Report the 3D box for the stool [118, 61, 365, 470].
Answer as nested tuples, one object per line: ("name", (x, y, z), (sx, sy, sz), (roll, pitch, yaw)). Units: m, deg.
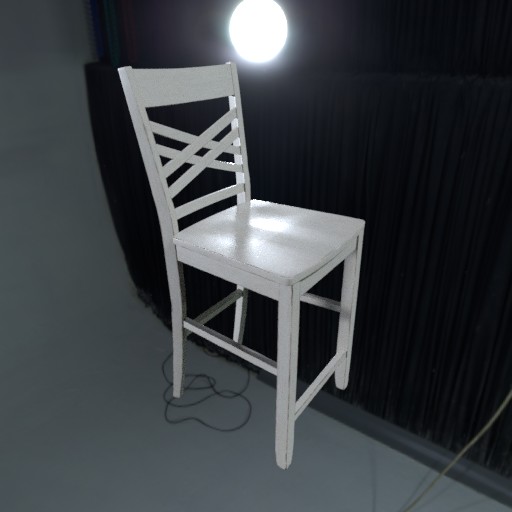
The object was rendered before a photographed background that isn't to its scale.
("stool", (0.000, 0.000, 1.365), (0.539, 1.079, 0.462), (16, 30, 31))
